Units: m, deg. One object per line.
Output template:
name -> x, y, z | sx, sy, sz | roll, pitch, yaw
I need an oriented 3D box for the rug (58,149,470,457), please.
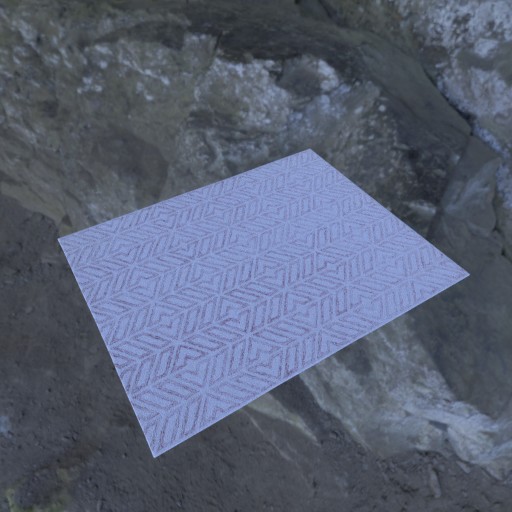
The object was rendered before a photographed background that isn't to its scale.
rug -> 0.000, 0.000, 4.156 | 3.045, 0.008, 2.421 | -24, 50, -21
